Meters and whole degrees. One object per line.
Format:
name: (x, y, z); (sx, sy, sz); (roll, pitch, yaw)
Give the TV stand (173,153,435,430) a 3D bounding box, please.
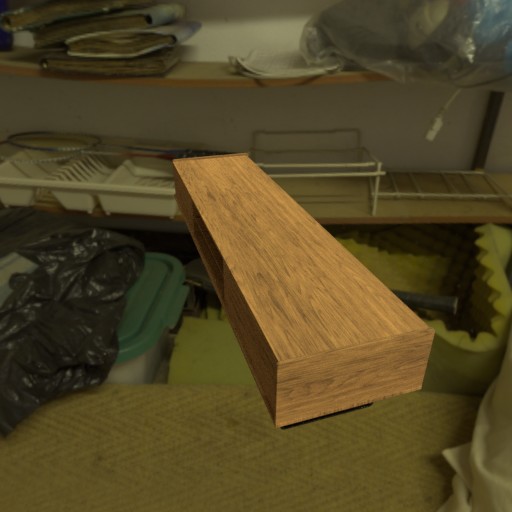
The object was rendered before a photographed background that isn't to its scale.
TV stand: (0.000, 0.000, 1.990); (0.467, 0.415, 1.796); (-9, 30, -16)
